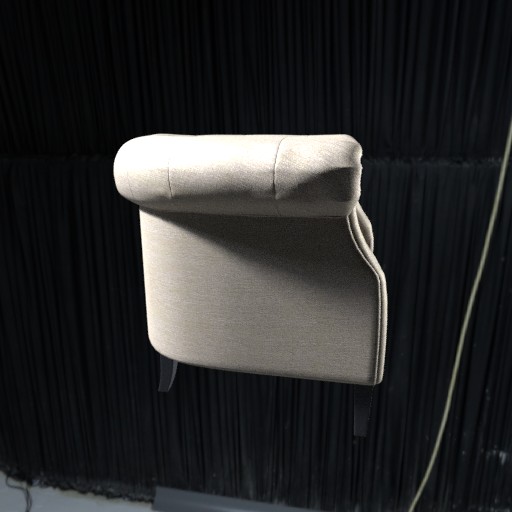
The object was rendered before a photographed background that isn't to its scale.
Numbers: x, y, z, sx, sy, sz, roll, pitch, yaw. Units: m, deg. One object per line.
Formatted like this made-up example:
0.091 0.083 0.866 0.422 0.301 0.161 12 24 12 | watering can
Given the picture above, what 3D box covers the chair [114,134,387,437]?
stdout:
0.000 0.000 1.559 0.852 0.827 0.905 3 16 11 | chair
